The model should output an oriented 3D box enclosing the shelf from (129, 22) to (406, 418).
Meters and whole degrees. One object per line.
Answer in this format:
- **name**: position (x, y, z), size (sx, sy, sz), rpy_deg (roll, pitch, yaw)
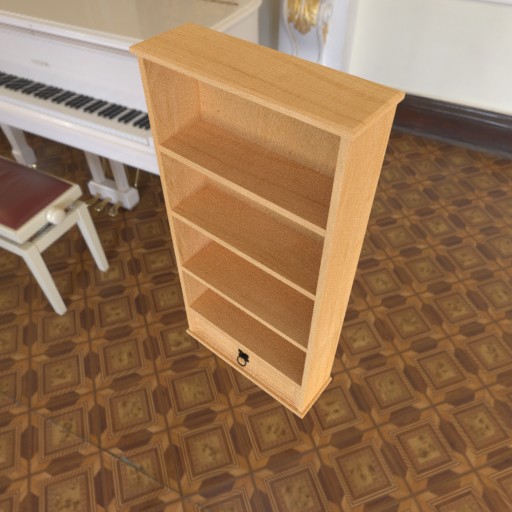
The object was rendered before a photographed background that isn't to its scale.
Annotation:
- **shelf**: position (0.000, 0.000, 1.199), size (0.520, 1.030, 0.175), rpy_deg (31, 54, 26)
